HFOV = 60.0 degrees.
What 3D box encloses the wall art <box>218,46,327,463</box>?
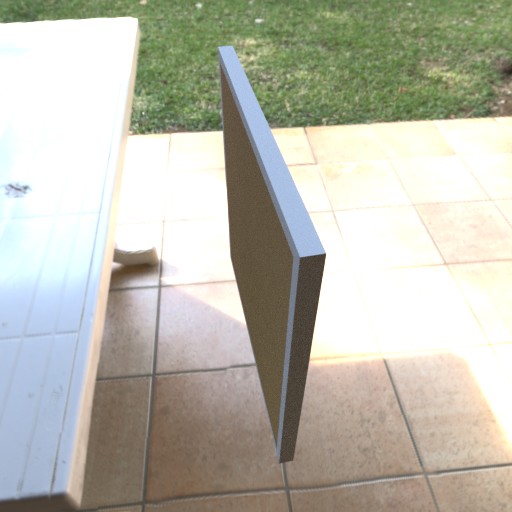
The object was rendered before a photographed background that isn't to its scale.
[{"bbox_3d":[0.000,0.000,1.136,0.038,0.761,0.763,-9,46,-8],"label":"wall art"}]
